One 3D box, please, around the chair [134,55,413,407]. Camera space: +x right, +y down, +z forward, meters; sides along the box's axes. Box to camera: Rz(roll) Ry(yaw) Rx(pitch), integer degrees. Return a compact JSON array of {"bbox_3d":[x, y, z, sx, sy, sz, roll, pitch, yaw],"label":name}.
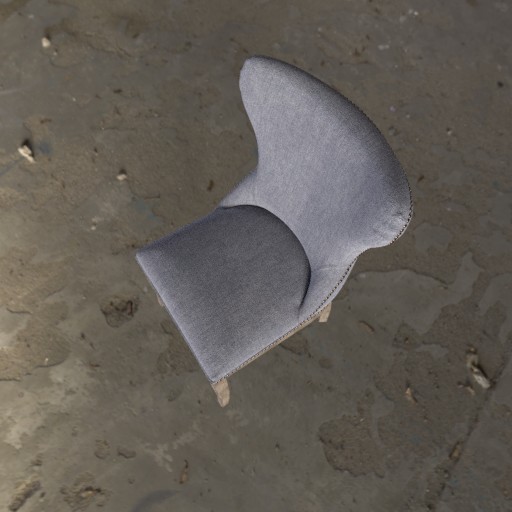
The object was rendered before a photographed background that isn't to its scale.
[{"bbox_3d":[0.000,0.000,1.484,0.681,1.002,0.654,-30,66,-15],"label":"chair"}]
